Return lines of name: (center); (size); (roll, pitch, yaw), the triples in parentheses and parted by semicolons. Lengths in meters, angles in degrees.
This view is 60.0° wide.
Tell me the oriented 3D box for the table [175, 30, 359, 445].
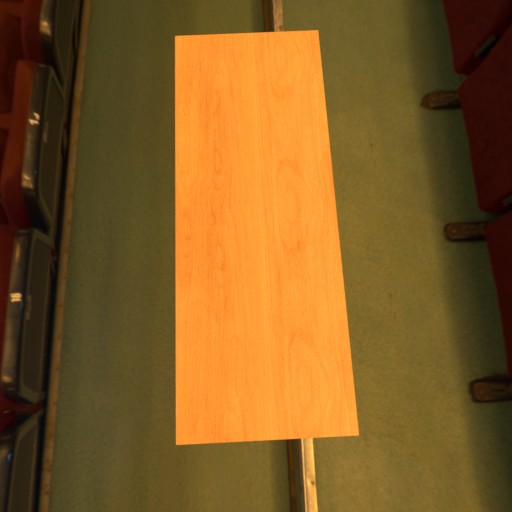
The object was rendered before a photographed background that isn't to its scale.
table: (0.000, 0.000, 1.284); (0.340, 0.728, 0.900); (-3, 75, -1)
